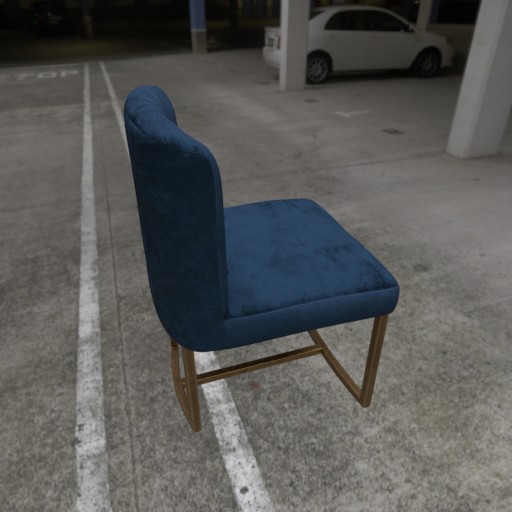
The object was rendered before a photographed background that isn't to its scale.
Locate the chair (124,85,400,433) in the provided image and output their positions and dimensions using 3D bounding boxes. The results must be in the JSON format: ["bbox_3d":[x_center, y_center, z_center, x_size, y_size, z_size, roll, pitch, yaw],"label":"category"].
[{"bbox_3d":[0.000,0.000,1.168,0.560,0.824,0.530,-10,34,-16],"label":"chair"}]
